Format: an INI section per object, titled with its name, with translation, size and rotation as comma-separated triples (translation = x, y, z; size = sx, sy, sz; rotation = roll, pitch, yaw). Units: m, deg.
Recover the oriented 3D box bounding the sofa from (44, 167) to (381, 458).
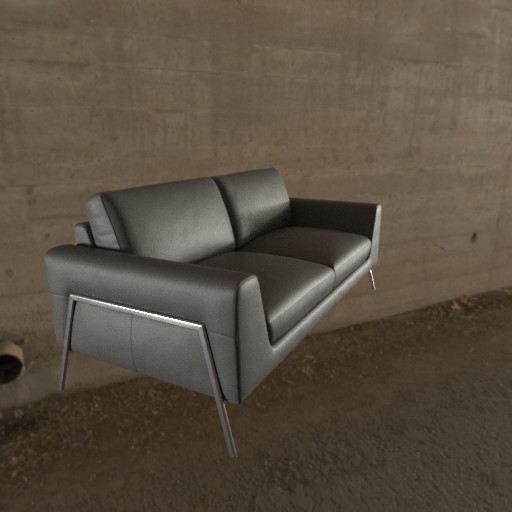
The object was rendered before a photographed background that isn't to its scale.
[sofa]
translation = 0.000, 0.000, 2.512
size = 0.953, 0.875, 2.017
rotation = 8, 17, 27
